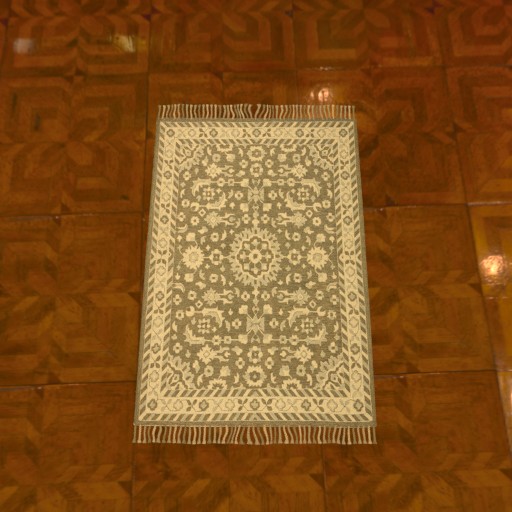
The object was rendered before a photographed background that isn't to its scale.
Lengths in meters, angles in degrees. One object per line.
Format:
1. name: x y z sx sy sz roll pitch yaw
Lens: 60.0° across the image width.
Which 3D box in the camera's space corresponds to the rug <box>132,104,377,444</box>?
1. rug: 0.000 0.000 3.080 1.530 0.025 2.431 0 74 0
